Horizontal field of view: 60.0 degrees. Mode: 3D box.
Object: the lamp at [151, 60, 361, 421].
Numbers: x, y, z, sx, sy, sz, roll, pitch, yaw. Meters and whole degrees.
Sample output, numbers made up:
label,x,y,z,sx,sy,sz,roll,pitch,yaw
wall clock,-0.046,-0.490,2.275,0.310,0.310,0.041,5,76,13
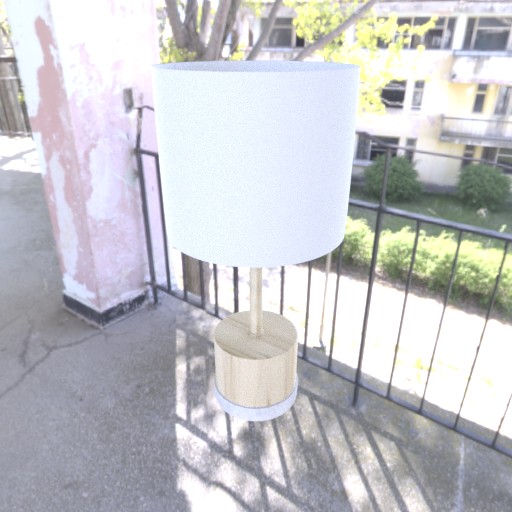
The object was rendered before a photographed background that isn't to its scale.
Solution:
label,x,y,z,sx,sy,sz,roll,pitch,yaw
lamp,0.000,0.000,0.593,0.229,0.470,0.229,18,31,33
